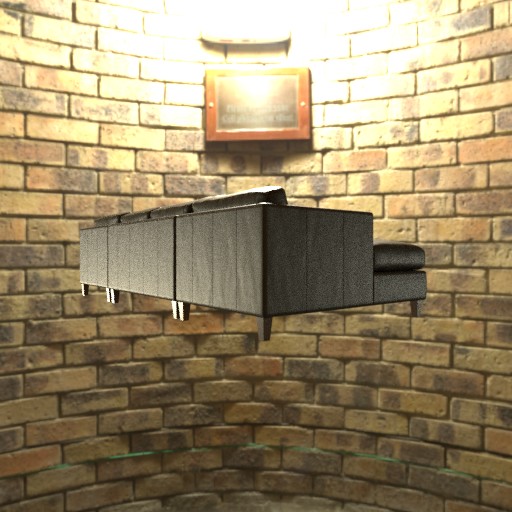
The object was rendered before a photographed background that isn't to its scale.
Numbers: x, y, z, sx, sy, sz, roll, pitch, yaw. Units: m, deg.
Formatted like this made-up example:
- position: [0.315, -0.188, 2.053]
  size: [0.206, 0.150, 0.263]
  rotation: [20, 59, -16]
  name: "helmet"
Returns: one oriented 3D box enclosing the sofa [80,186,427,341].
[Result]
- position: [0.000, 0.000, 4.405]
  size: [2.452, 0.891, 3.324]
  rotation: [0, 1, -38]
  name: "sofa"
